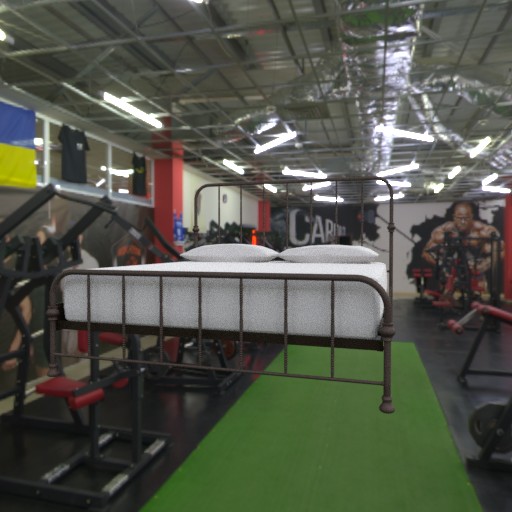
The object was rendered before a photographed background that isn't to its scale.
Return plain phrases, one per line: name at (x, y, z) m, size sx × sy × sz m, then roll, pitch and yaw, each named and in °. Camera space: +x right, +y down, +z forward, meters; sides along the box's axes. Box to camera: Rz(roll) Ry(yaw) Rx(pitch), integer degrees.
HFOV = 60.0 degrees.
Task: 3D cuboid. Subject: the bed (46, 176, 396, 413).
bed at (0.000, 0.000, 3.397) m, size 2.044 × 1.446 × 2.134 m, roll 0°, pitch 1°, yaw 17°
